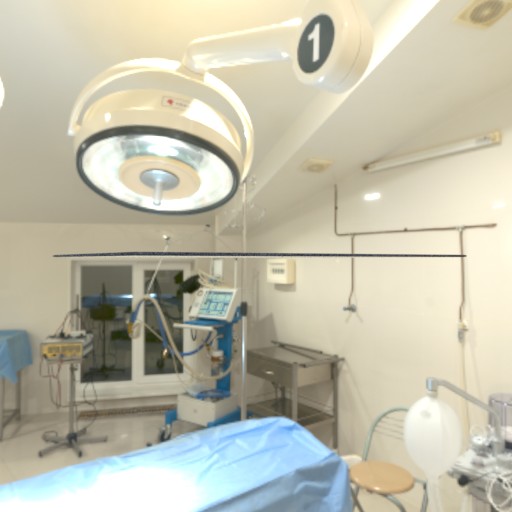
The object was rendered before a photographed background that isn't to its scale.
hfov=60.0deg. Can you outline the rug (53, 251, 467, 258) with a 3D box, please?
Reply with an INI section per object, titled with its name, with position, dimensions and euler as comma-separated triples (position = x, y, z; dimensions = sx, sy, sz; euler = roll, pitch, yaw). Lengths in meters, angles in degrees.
[rug]
position = 0.000, 0.000, 4.272
dimensions = 3.245, 0.024, 2.385
euler = 0, 0, -34
